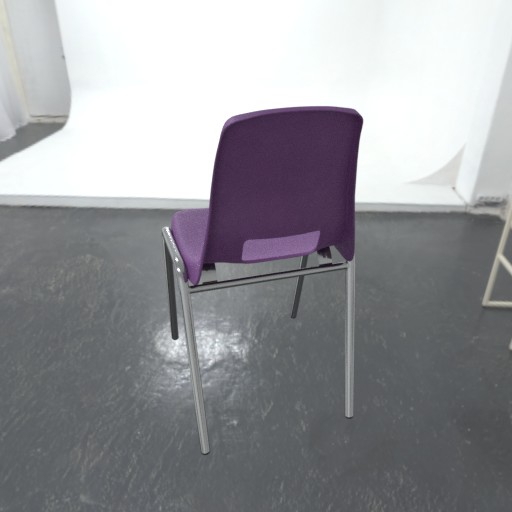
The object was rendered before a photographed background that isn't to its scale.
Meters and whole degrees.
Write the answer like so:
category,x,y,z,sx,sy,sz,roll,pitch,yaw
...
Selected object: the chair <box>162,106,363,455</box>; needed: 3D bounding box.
category,x,y,z,sx,sy,sz,roll,pitch,yaw
chair,0.000,0.000,0.974,0.381,0.704,0.432,-8,30,-14
